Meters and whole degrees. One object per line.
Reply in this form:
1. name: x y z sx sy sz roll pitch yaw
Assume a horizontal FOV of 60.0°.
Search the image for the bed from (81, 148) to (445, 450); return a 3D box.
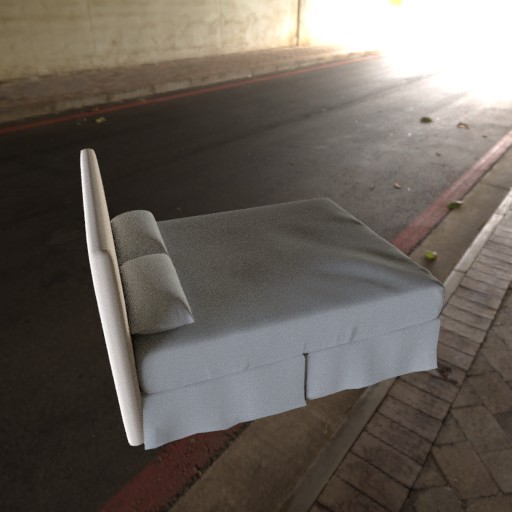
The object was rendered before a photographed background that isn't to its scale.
1. bed: 0.000 0.000 3.178 2.142 1.330 1.748 -10 31 -17
